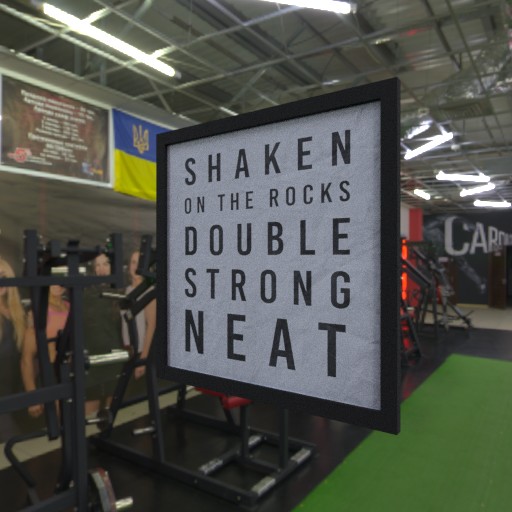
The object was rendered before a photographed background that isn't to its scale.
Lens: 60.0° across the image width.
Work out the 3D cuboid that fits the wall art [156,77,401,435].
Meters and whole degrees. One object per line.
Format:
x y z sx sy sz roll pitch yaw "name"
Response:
0.000 0.000 0.706 0.456 0.458 0.013 0 0 36 "wall art"
